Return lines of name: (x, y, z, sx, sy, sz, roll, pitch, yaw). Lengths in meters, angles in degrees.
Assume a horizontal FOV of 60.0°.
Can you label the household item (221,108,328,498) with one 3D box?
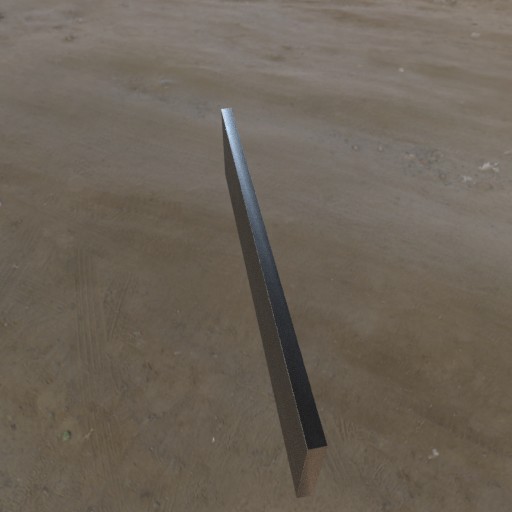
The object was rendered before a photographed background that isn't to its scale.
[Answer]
household item: (0.000, 0.000, 1.060, 0.030, 0.236, 1.001, -7, 47, -7)
